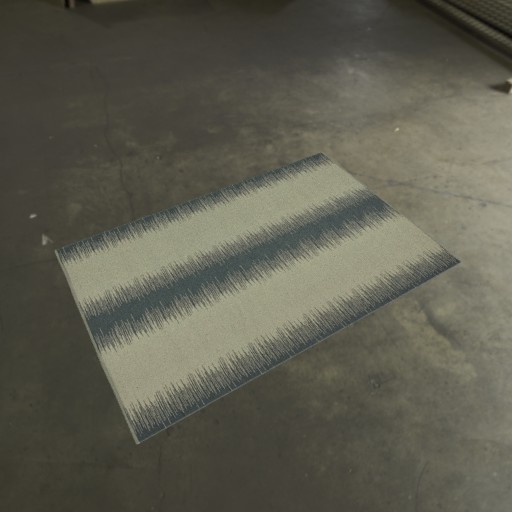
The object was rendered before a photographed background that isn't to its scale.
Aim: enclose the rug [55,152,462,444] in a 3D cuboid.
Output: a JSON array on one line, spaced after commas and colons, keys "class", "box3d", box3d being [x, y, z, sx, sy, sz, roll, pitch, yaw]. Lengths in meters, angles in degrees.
[{"class": "rug", "box3d": [0.000, 0.000, 2.406, 1.854, 0.006, 1.234, -24, 51, -21]}]
